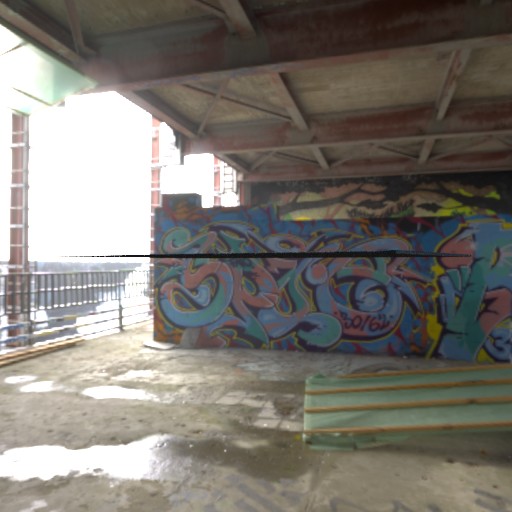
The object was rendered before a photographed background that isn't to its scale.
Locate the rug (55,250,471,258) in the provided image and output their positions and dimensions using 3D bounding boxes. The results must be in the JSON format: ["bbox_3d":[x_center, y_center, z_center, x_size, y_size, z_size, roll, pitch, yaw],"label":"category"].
[{"bbox_3d":[0.000,0.000,3.042,2.449,0.015,1.530,-1,-1,36],"label":"rug"}]
